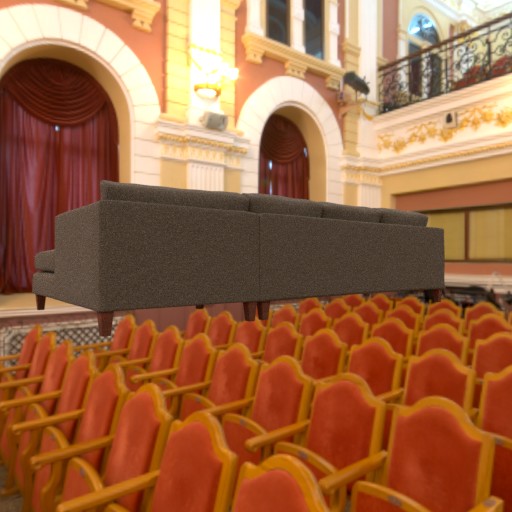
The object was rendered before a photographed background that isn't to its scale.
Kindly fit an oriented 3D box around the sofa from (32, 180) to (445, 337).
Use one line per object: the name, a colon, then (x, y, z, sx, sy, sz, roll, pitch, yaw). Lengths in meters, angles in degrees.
sofa: (0.000, 0.000, 3.794, 3.186, 0.846, 1.625, 0, -1, -37)
